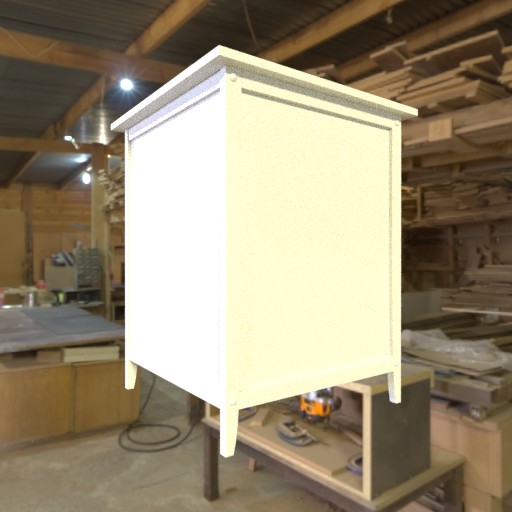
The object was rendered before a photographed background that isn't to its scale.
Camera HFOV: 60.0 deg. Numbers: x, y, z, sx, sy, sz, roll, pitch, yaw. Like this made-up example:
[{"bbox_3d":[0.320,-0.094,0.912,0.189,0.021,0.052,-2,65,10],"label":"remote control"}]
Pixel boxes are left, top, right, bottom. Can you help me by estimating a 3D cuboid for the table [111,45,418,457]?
[{"bbox_3d":[0.000,0.000,0.771,0.381,0.483,0.381,0,0,-36],"label":"table"}]
